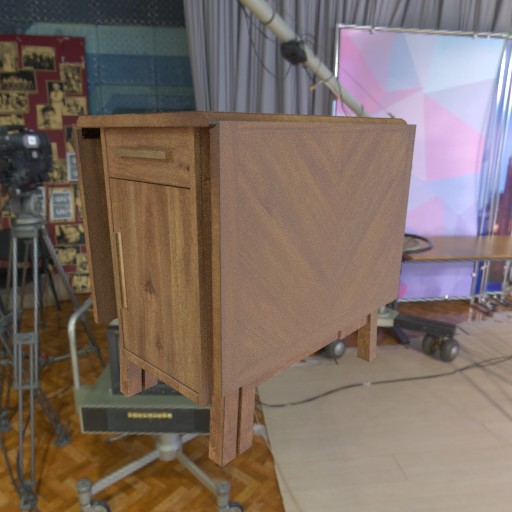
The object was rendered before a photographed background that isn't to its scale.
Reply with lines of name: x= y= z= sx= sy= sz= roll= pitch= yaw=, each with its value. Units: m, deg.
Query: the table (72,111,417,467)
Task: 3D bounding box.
table: x=0.000 y=0.000 z=1.644 sx=0.701 sy=0.981 sz=0.967 roll=15 pitch=21 yaw=42
